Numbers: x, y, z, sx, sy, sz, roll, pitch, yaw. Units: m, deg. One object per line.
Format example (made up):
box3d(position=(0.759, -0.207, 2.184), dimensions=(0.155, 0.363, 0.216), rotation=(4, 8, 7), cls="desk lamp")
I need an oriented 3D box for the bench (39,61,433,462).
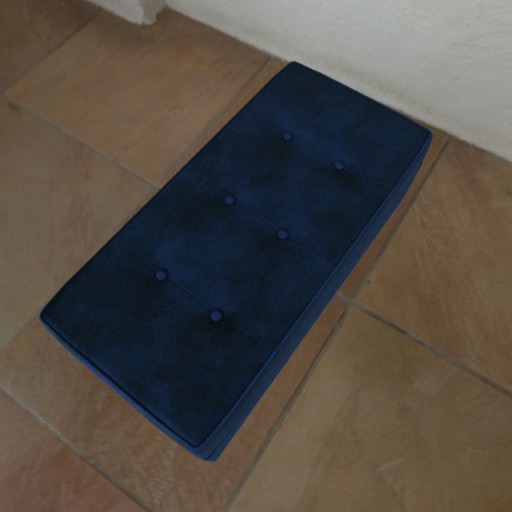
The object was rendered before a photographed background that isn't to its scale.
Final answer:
box3d(position=(0.000, 0.000, 1.278), dimensions=(0.489, 0.467, 1.010), rotation=(34, 69, 15), cls="bench")
